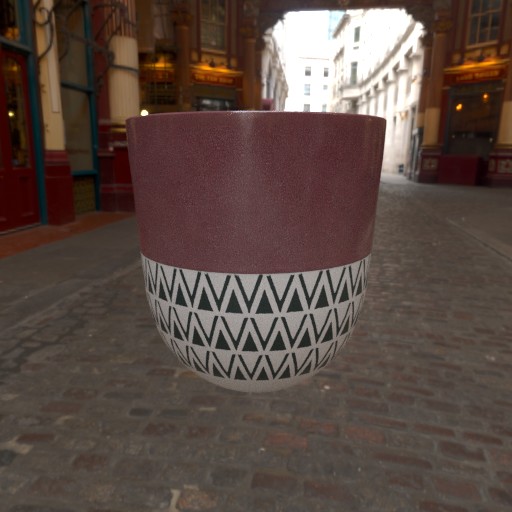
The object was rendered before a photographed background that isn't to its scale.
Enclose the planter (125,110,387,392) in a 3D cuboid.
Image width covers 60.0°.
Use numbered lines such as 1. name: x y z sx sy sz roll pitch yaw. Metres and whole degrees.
1. planter: 0.000 0.000 0.368 0.195 0.214 0.195 0 13 0
